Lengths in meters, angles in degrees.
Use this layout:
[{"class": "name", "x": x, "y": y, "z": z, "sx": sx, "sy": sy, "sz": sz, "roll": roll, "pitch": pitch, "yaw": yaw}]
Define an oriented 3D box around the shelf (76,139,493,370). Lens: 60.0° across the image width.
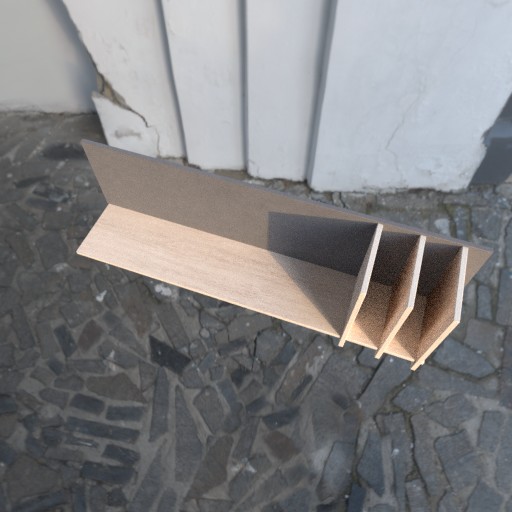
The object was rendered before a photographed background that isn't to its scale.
[{"class": "shelf", "x": 0.000, "y": 0.000, "z": 1.127, "sx": 1.020, "sy": 0.300, "sz": 0.200, "roll": 17, "pitch": 59, "yaw": 10}]
